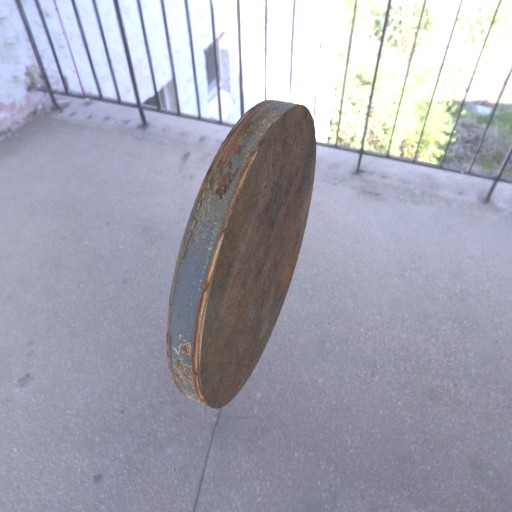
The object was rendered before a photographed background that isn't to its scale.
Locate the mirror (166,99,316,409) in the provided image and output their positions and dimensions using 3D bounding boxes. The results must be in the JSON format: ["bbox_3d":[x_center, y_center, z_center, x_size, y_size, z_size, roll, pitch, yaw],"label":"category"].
[{"bbox_3d":[0.000,0.000,0.874,0.061,0.585,0.585,16,48,15],"label":"mirror"}]
